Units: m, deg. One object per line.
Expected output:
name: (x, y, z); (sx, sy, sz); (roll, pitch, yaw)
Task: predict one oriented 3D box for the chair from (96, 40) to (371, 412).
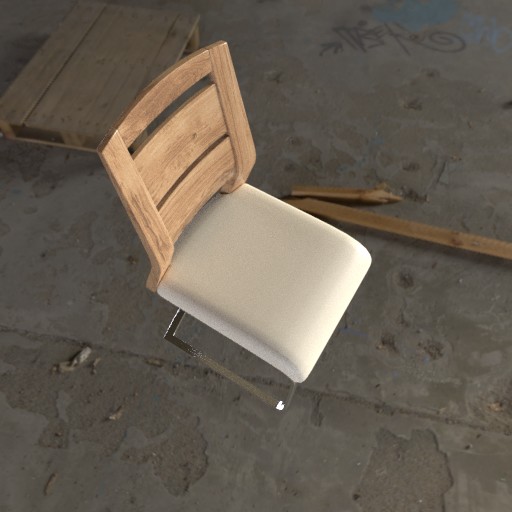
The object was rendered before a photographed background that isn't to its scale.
chair: (0.000, 0.000, 1.244); (0.561, 0.955, 0.457); (28, 61, 17)
